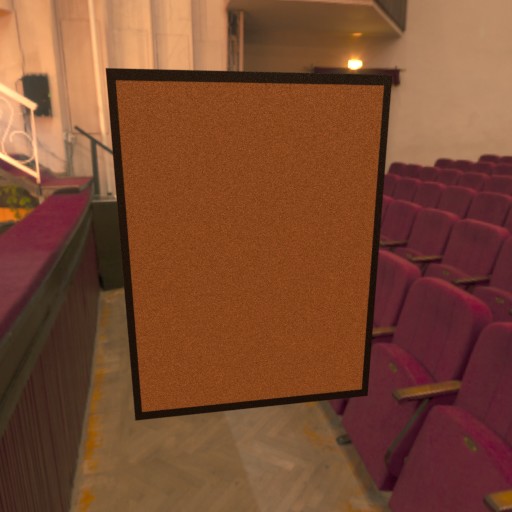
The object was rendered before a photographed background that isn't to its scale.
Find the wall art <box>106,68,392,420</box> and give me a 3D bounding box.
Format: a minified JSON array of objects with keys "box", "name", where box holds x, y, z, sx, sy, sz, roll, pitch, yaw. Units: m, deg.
[{"box":[0.000,0.000,1.331,0.774,1.027,0.030,-3,16,-10],"name":"wall art"}]
